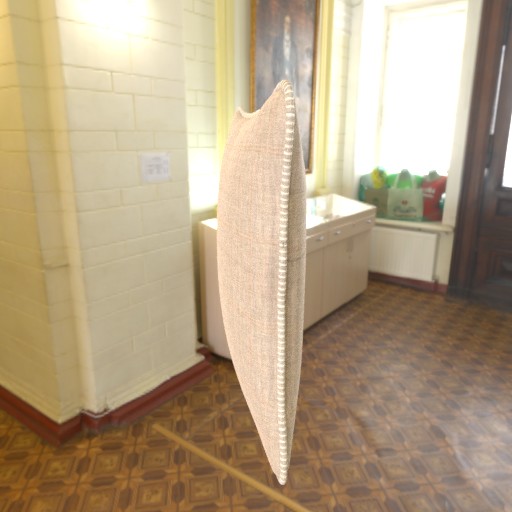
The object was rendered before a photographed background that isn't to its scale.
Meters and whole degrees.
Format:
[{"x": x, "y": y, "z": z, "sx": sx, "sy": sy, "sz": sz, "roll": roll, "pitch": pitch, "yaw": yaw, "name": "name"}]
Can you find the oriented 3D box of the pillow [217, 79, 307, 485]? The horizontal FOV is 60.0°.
[{"x": 0.000, "y": 0.000, "z": 0.726, "sx": 0.124, "sy": 0.494, "sz": 0.485, "roll": -2, "pitch": 15, "yaw": -8, "name": "pillow"}]
